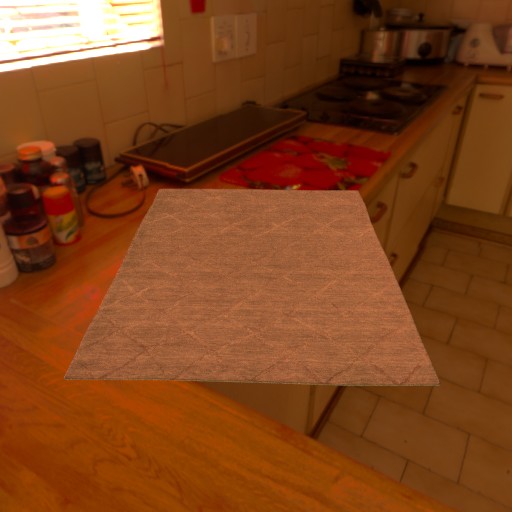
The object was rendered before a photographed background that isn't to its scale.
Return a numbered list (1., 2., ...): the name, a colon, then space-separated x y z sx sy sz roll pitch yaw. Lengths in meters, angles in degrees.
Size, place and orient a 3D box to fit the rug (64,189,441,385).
1. rug: 0.000 0.000 4.113 2.438 0.013 3.048 1 32 1
